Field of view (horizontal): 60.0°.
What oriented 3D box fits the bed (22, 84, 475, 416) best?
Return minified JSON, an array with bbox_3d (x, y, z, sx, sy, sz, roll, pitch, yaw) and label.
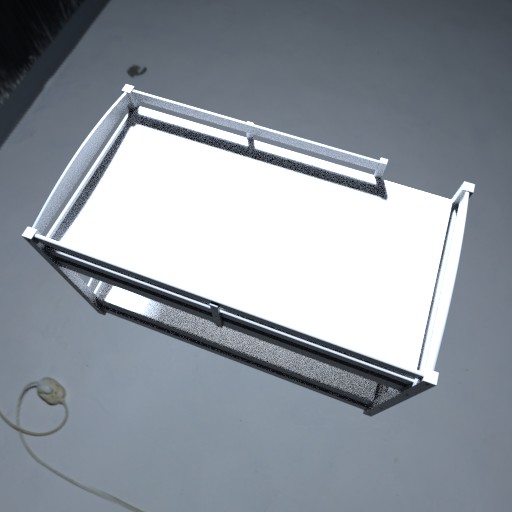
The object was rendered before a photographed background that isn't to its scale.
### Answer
[{"bbox_3d":[0.000,0.000,2.716,2.013,1.206,1.105,19,66,9],"label":"bed"}]
